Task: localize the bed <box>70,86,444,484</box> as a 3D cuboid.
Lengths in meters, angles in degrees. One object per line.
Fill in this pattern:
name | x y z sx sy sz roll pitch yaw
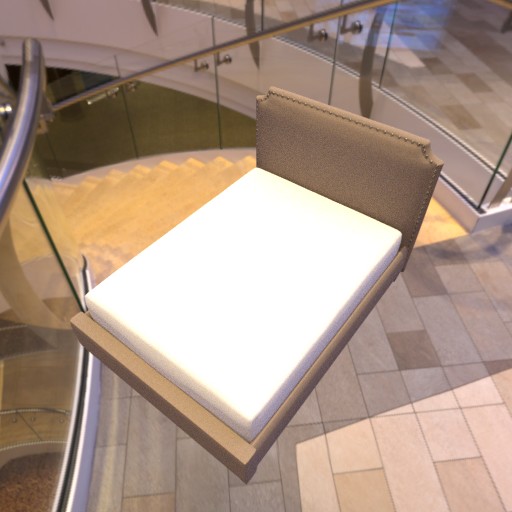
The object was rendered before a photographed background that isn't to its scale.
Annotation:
bed | 0.000 0.000 3.391 1.713 1.443 2.372 29 53 25
